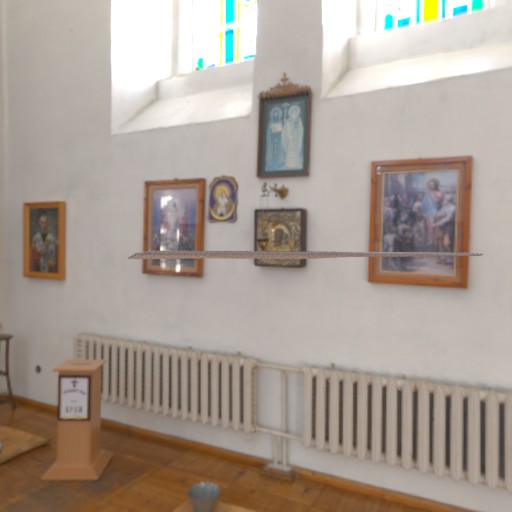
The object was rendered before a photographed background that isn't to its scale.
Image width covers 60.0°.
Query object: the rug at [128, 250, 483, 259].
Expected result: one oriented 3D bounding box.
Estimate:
[{"bbox_3d":[0.000,0.000,3.015,1.604,0.030,2.307,0,-1,-18],"label":"rug"}]
